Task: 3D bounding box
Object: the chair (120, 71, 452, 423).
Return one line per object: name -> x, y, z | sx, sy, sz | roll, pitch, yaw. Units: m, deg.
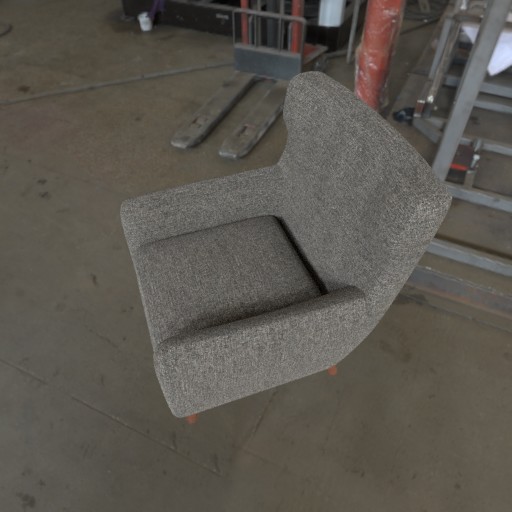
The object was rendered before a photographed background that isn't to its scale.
chair -> 0.000, 0.000, 1.742 | 0.940, 1.039, 0.889 | -15, 48, -14
